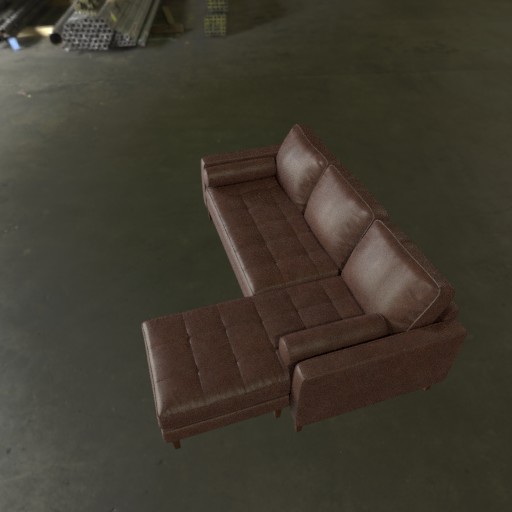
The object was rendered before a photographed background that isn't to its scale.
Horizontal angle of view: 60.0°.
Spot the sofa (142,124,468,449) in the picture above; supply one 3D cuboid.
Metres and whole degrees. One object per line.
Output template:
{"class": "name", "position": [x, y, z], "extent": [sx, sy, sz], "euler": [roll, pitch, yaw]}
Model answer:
{"class": "sofa", "position": [0.000, 0.000, 2.955], "extent": [1.613, 0.841, 2.185], "euler": [-12, 44, -13]}
